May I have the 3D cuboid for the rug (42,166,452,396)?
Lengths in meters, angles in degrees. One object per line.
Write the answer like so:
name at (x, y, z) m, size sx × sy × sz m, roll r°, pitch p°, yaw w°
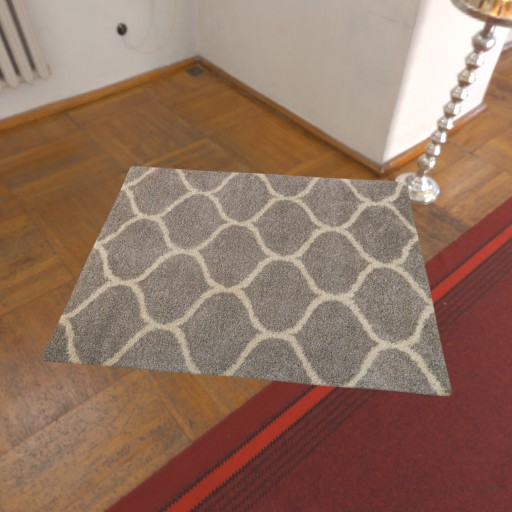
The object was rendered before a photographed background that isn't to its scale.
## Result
rug at (0.000, 0.000, 4.005) m, size 3.000 × 0.026 × 2.399 m, roll 4°, pitch 48°, yaw 4°
